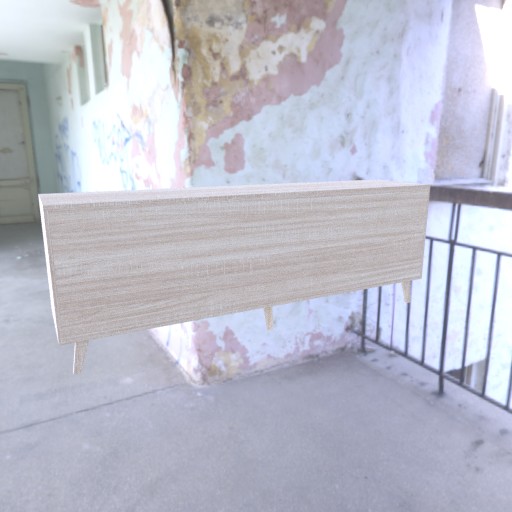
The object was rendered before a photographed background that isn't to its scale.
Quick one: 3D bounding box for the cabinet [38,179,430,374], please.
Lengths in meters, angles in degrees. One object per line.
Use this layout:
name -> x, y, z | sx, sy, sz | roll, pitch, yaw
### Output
cabinet -> 0.000, 0.000, 2.592 | 2.200, 0.780, 0.500 | -7, 16, -26
